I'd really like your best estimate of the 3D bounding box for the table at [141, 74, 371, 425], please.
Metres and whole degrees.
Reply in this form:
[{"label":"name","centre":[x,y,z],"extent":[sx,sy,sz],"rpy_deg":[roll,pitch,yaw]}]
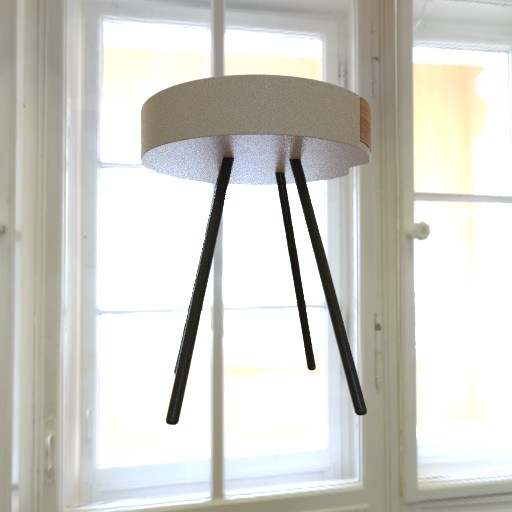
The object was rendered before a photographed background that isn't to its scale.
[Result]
[{"label":"table","centre":[0.000,0.000,0.859],"extent":[0.450,0.525,0.450],"rpy_deg":[0,-1,0]}]
